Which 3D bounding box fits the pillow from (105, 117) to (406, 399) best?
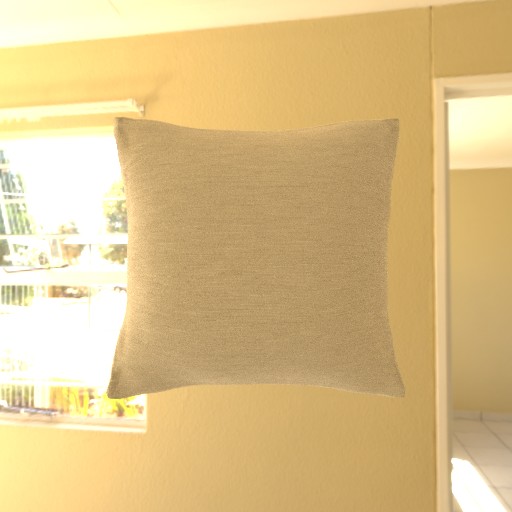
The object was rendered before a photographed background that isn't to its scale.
[{"bbox_3d":[0.000,0.000,0.661,0.440,0.419,0.162,0,-2,0],"label":"pillow"}]
